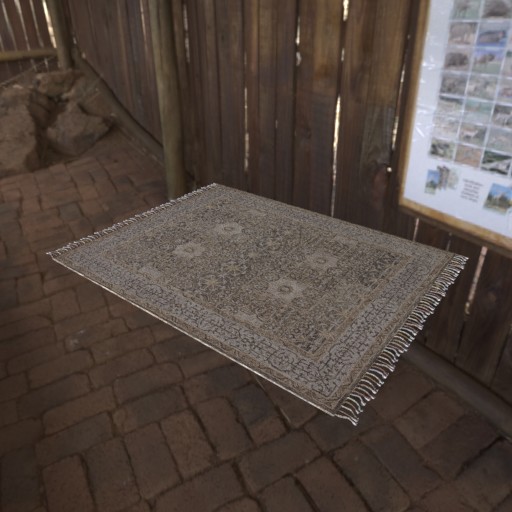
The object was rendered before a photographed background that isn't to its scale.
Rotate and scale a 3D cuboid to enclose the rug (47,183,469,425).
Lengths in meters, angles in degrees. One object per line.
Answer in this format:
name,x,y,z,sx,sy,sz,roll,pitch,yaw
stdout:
rug,0.000,0.000,4.248,3.291,0.017,2.431,21,36,32
